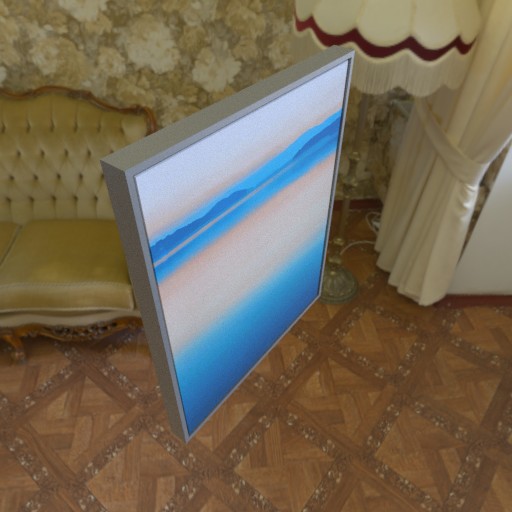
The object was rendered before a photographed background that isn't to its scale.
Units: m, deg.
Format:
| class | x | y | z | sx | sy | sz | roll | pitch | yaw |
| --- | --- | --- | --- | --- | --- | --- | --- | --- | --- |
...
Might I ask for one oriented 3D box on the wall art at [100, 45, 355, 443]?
| class | x | y | z | sx | sy | sz | roll | pitch | yaw |
| --- | --- | --- | --- | --- | --- | --- | --- | --- | --- |
| wall art | 0.000 | 0.000 | 0.743 | 0.037 | 0.554 | 0.453 | 27 | 49 | 27 |
